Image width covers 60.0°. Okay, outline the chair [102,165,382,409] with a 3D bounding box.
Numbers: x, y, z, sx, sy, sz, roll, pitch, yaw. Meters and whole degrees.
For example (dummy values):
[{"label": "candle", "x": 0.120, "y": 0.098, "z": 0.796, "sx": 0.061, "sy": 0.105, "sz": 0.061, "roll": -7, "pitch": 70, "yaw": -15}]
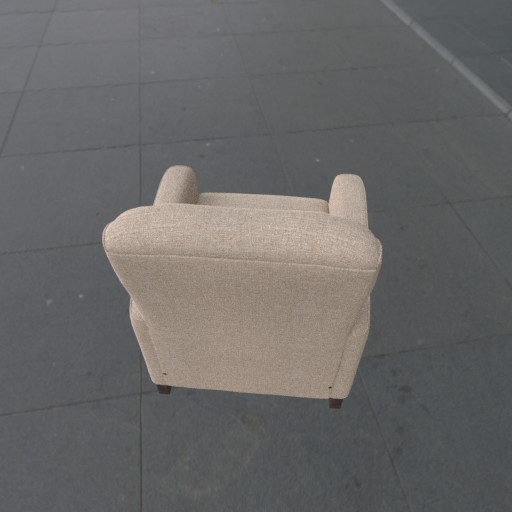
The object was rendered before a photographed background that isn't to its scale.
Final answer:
[{"label": "chair", "x": 0.000, "y": 0.000, "z": 1.675, "sx": 0.841, "sy": 1.028, "sz": 0.858, "roll": 4, "pitch": 47, "yaw": 3}]
